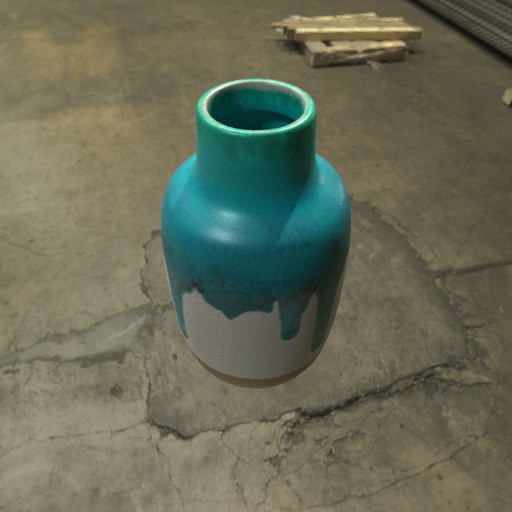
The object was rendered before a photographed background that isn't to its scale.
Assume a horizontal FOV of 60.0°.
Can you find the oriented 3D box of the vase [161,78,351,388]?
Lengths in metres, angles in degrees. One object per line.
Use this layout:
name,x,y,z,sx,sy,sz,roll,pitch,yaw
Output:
vase,0.000,0.000,0.262,0.106,0.192,0.106,0,46,0
